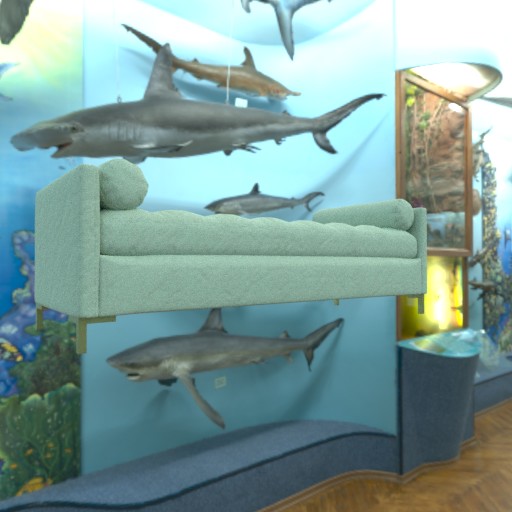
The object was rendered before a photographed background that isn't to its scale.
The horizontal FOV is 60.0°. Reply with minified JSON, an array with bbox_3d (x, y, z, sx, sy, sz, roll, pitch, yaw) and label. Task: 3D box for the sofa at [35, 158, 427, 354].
[{"bbox_3d":[0.000,0.000,2.433,2.102,0.705,0.796,1,-1,-37],"label":"sofa"}]
